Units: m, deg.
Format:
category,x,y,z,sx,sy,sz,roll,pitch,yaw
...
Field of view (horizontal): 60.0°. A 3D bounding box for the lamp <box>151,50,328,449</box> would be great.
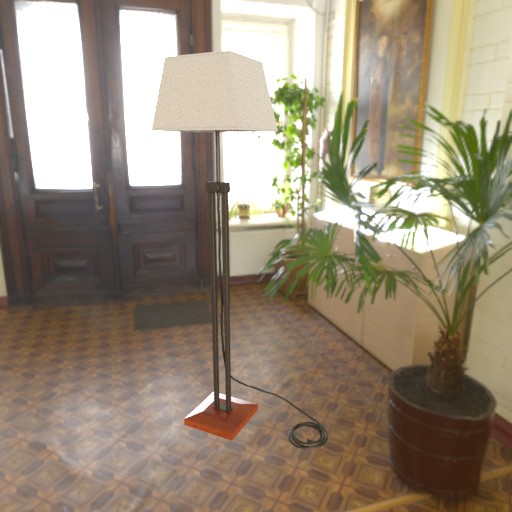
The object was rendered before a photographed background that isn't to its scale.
category,x,y,z,sx,sy,sz,roll,pitch,yaw
lamp,0.000,0.000,2.022,0.745,1.712,0.472,7,16,26
